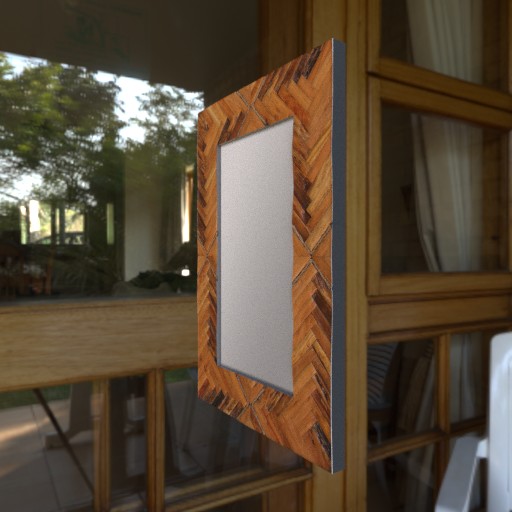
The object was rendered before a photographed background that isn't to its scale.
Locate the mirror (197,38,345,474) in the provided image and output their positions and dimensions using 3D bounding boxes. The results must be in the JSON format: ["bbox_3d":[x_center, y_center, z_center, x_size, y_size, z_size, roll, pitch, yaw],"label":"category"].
[{"bbox_3d":[0.000,0.000,1.186,0.044,0.912,0.606,0,0,-35],"label":"mirror"}]
